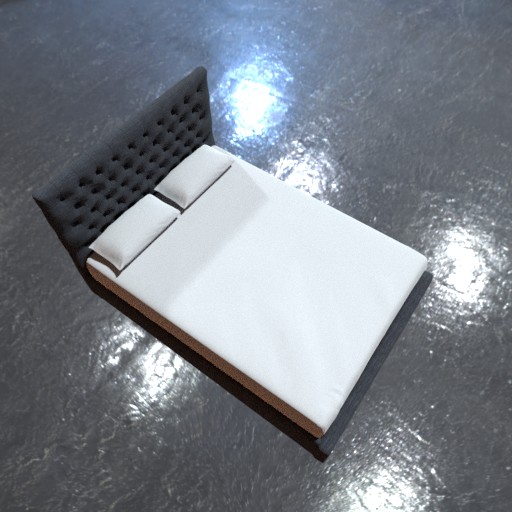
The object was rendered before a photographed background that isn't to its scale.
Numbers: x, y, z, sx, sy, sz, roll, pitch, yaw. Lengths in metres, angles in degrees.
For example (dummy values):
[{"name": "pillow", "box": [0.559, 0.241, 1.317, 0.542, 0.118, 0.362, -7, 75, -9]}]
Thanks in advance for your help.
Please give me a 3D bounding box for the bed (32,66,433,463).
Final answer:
[{"name": "bed", "box": [0.000, 0.000, 3.393, 2.387, 1.427, 1.698, 31, 62, 19]}]
